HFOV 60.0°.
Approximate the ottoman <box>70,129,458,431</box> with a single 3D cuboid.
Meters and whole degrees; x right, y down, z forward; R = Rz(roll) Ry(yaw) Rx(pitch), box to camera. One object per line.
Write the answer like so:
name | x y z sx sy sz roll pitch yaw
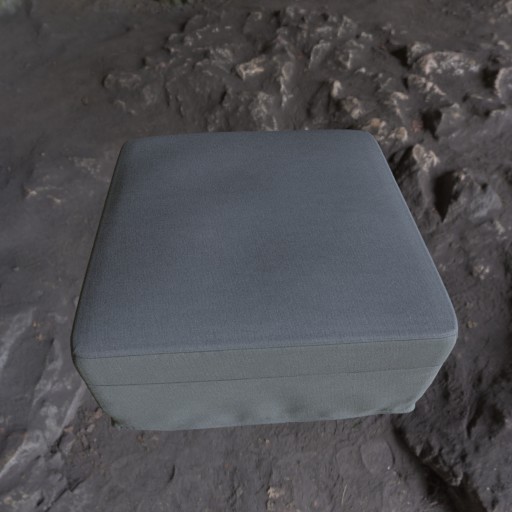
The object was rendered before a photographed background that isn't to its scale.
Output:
ottoman | 0.000 0.000 1.307 0.842 0.441 0.843 -3 46 -2
